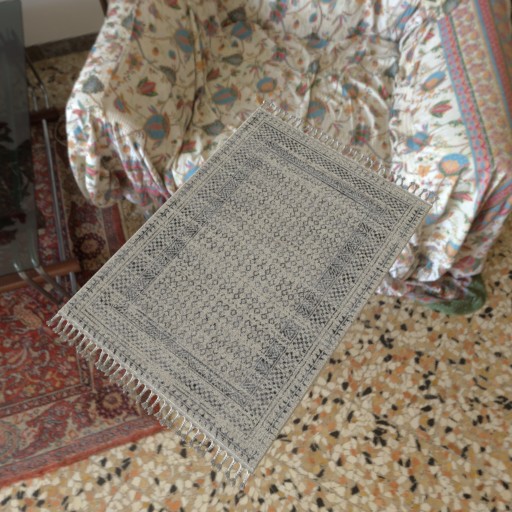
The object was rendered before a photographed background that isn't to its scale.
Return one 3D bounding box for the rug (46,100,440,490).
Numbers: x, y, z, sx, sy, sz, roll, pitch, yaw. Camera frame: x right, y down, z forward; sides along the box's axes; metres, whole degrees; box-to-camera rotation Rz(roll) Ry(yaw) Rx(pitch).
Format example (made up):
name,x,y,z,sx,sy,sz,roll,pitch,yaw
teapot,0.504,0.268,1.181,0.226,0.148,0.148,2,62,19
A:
name,x,y,z,sx,sy,sz,roll,pitch,yaw
rug,0.000,0.000,2.357,1.243,0.013,1.872,34,69,15
